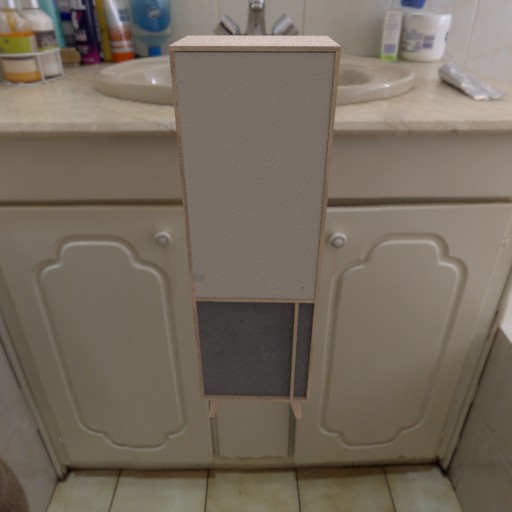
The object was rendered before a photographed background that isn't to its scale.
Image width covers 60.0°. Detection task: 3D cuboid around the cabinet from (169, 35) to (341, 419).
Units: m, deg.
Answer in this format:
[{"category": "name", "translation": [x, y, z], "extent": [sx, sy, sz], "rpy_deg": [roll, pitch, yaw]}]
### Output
[{"category": "cabinet", "translation": [0.000, 0.000, 2.107], "extent": [0.570, 1.850, 0.400], "rpy_deg": [1, 31, 1]}]
